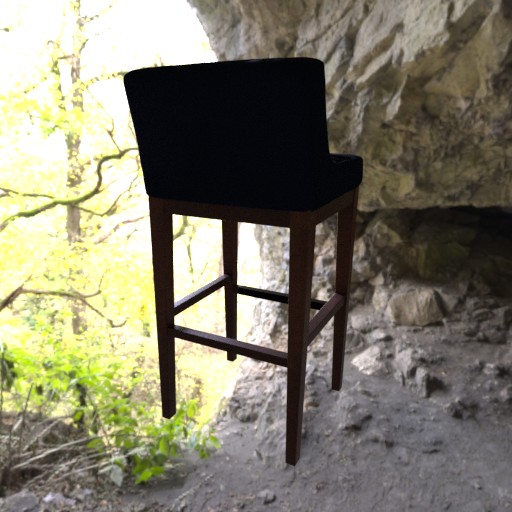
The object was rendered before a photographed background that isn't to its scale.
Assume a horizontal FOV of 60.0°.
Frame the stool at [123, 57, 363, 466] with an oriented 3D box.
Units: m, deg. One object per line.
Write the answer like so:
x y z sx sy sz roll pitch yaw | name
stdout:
0.000 0.000 1.334 0.511 1.037 0.500 9 19 26 | stool
